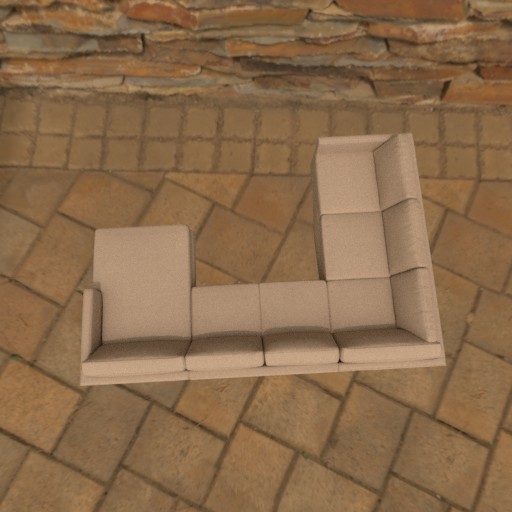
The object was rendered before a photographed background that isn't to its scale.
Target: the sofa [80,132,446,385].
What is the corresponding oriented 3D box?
[{"bbox_3d":[0.000,0.000,4.648,3.460,0.882,2.427,-3,76,-1],"label":"sofa"}]
